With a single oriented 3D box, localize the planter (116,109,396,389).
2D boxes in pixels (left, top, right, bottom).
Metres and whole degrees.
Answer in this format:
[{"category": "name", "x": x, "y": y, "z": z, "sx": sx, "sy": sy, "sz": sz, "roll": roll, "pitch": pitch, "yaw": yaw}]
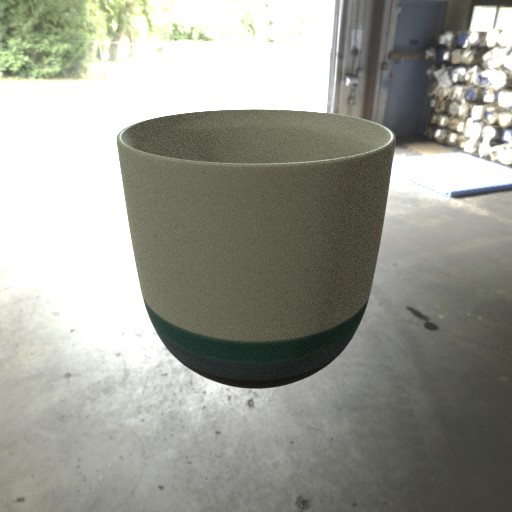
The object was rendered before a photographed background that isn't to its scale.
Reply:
[{"category": "planter", "x": 0.000, "y": 0.000, "z": 0.382, "sx": 0.204, "sy": 0.214, "sz": 0.204, "roll": 0, "pitch": 27, "yaw": 0}]
